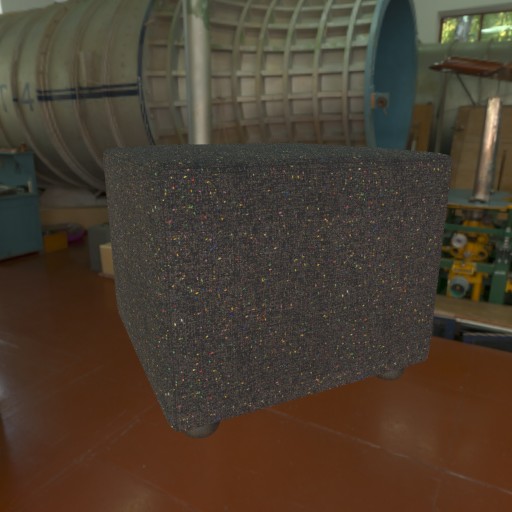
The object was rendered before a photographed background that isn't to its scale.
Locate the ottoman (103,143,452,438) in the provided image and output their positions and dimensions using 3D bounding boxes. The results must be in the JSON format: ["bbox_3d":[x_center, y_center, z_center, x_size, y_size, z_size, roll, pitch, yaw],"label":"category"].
[{"bbox_3d":[0.000,0.000,0.891,0.508,0.432,0.508,-7,18,-24],"label":"ottoman"}]
